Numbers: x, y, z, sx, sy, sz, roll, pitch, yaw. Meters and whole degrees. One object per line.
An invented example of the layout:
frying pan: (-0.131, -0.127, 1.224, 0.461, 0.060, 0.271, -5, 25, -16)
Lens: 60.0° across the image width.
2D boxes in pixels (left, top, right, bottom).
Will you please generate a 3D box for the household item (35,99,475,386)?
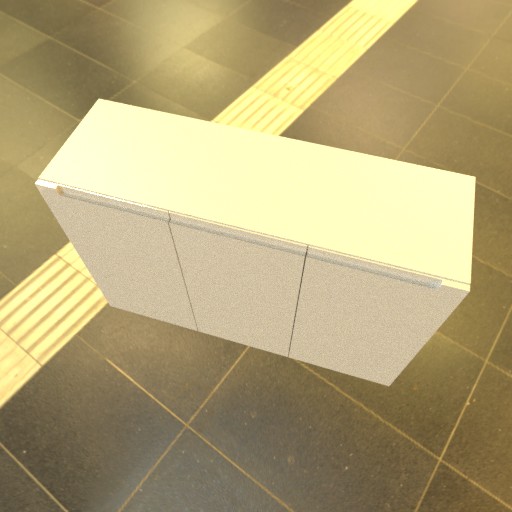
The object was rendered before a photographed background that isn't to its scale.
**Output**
household item: (0.000, 0.000, 1.736, 1.300, 0.867, 0.420, 14, 58, 9)
